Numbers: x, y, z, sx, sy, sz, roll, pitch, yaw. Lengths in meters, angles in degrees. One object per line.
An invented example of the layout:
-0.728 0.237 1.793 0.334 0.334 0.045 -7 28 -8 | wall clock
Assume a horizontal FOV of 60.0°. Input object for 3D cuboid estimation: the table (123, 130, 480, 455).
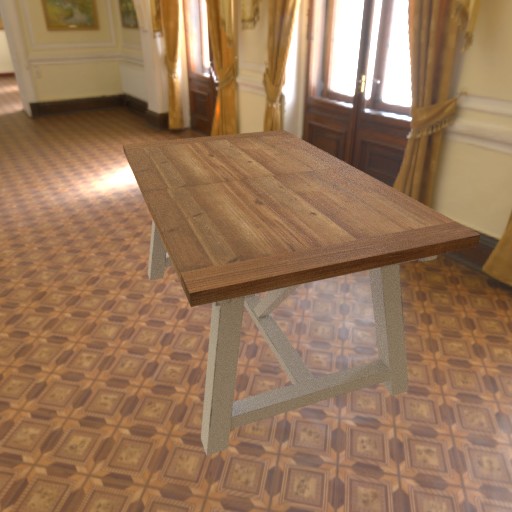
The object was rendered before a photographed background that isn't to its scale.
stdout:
0.000 0.000 2.027 0.922 0.743 1.503 -10 30 -18 | table
